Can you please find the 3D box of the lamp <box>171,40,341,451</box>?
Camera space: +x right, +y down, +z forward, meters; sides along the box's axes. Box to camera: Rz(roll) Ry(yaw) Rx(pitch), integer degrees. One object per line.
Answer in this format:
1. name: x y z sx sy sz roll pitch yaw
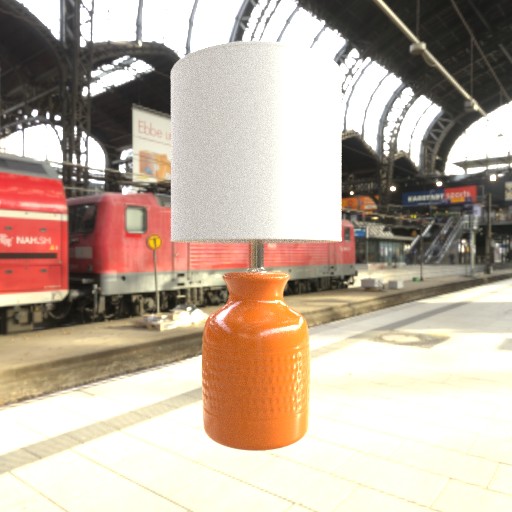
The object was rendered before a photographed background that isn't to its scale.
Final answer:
1. lamp: 0.000 0.000 1.105 0.418 0.871 0.418 0 1 36
